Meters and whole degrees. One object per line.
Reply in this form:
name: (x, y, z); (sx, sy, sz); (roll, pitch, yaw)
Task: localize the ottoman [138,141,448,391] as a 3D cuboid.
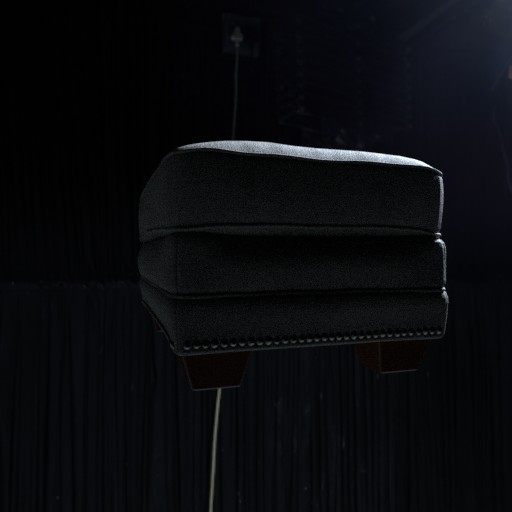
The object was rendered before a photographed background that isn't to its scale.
ottoman: (0.000, 0.000, 1.144); (0.561, 0.457, 0.813); (0, 0, -18)
